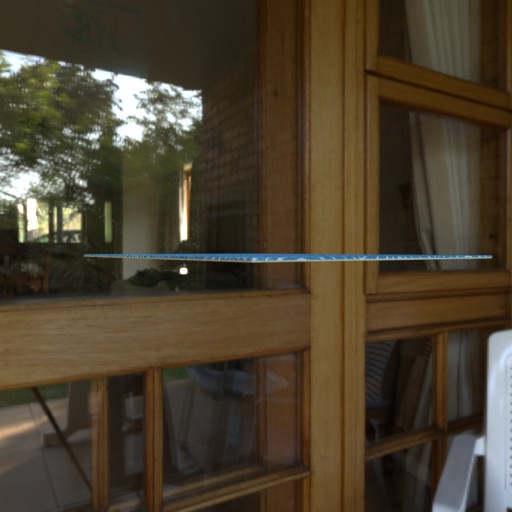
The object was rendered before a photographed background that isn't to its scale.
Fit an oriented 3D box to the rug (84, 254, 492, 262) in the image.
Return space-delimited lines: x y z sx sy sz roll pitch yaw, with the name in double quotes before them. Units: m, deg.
"rug" 0.000 0.000 2.774 1.543 0.015 2.144 0 1 -35
